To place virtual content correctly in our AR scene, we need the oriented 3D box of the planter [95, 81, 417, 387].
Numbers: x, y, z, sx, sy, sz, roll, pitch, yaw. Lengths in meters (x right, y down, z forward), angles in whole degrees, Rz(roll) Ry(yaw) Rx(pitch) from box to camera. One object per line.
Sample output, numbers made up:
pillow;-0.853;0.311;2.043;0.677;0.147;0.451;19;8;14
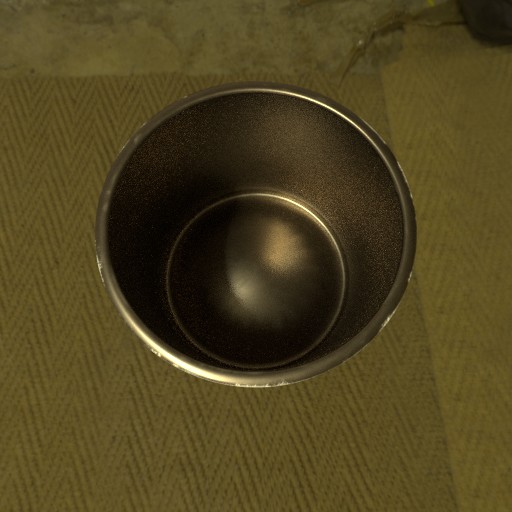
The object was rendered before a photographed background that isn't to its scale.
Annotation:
planter;0.000;0.000;0.447;0.254;0.221;0.254;0;75;0
